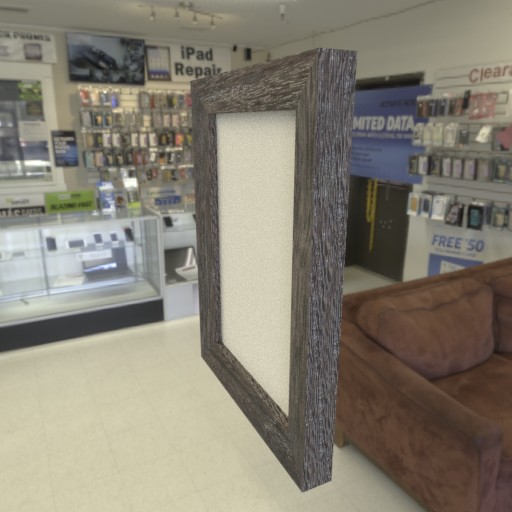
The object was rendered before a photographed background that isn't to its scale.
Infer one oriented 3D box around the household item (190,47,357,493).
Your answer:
[{"bbox_3d":[0.000,0.000,0.231,0.020,0.180,0.133,-8,18,-25],"label":"household item"}]
